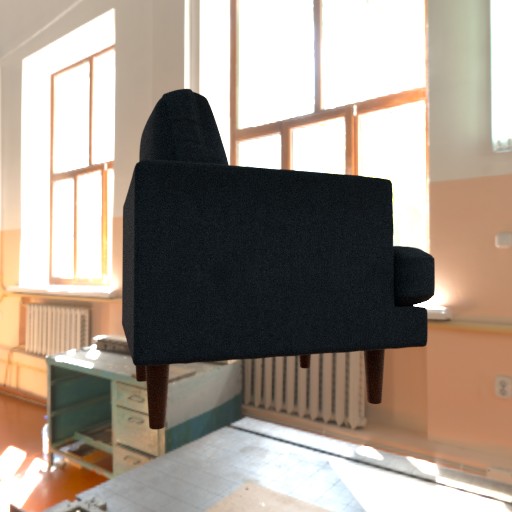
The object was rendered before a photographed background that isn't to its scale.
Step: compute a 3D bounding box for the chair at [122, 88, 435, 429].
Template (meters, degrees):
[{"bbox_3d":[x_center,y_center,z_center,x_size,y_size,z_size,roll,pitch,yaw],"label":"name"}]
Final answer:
[{"bbox_3d":[0.000,0.000,1.603,0.899,0.957,0.858,0,-2,-19],"label":"chair"}]
